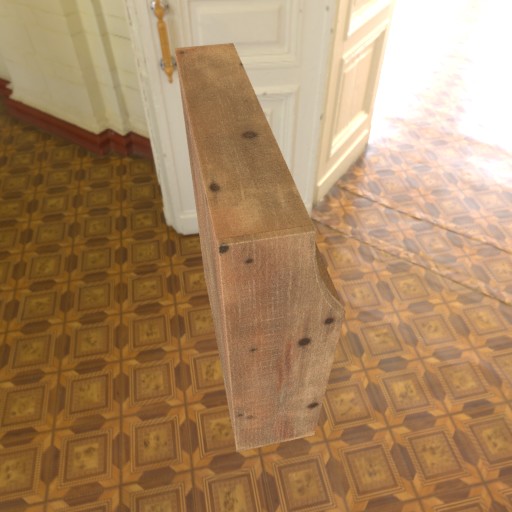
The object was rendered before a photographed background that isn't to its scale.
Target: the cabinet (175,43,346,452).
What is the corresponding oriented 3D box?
[{"bbox_3d":[0.000,0.000,0.839,0.184,0.590,0.489,-9,48,-8],"label":"cabinet"}]
